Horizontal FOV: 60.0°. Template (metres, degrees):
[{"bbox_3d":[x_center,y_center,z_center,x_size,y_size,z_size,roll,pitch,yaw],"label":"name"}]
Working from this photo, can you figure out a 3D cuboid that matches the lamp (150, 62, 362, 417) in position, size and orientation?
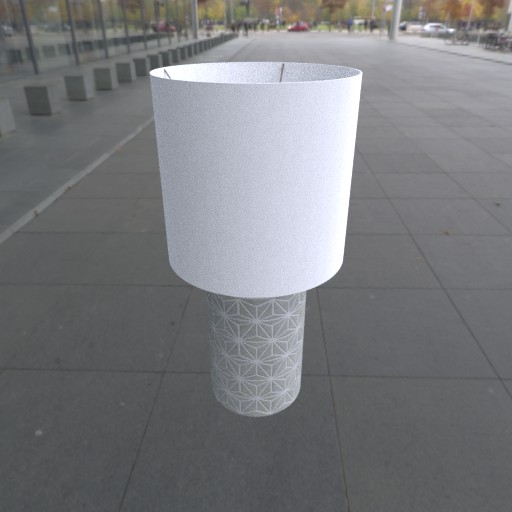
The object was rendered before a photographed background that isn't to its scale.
[{"bbox_3d":[0.000,0.000,0.536,0.206,0.416,0.206,8,29,15],"label":"lamp"}]
